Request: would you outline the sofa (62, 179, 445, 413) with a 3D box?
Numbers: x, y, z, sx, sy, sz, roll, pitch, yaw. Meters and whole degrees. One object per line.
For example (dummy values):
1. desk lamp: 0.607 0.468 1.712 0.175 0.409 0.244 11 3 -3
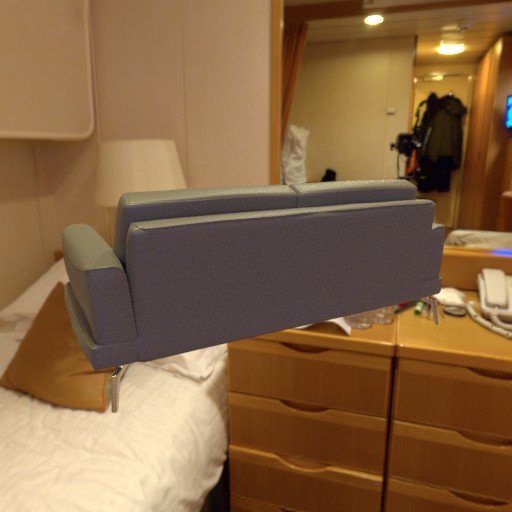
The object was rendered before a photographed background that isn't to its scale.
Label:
1. sofa: 0.000 0.000 2.728 2.177 0.930 1.121 -7 16 -28
